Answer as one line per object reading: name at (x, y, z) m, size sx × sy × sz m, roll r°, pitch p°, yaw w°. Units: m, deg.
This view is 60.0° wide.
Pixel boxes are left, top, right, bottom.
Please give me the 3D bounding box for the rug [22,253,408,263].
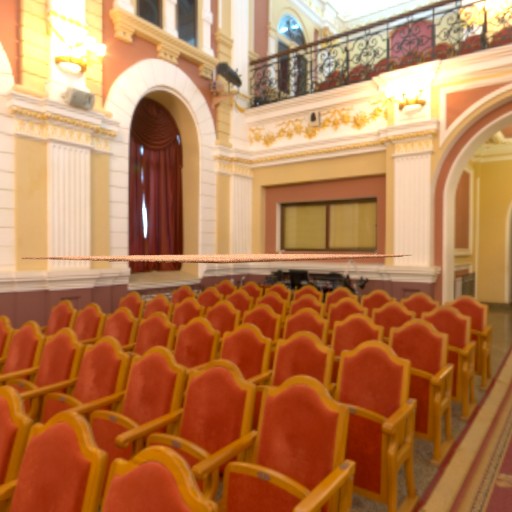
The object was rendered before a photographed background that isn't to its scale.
rug at (0.000, 0.000, 2.049) m, size 0.905 × 0.017 × 1.718 m, roll 1°, pitch 1°, yaw 37°
